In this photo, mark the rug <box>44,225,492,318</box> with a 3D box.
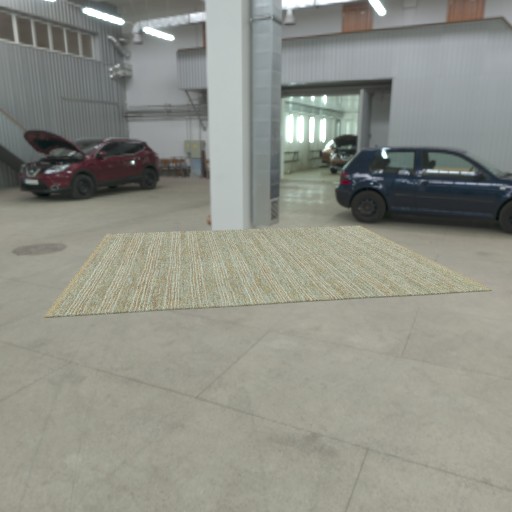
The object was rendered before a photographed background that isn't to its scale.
[{"bbox_3d":[0.000,0.000,4.110,3.034,0.012,2.471,-2,15,-9],"label":"rug"}]
